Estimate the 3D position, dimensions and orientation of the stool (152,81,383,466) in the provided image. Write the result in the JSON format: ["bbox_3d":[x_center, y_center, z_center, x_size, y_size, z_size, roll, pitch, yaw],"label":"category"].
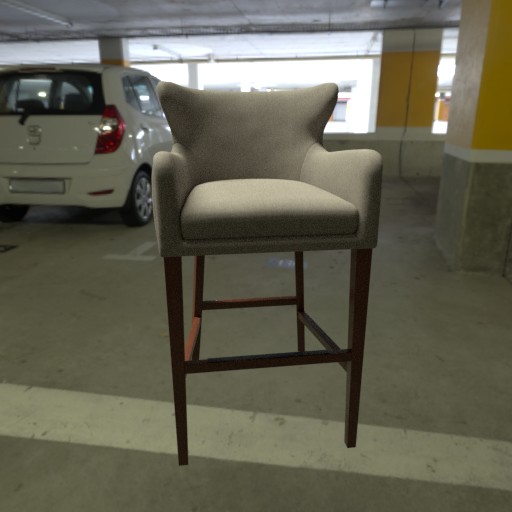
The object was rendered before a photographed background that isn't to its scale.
[{"bbox_3d":[0.000,0.000,1.400,0.575,1.047,0.575,-2,18,-8],"label":"stool"}]
